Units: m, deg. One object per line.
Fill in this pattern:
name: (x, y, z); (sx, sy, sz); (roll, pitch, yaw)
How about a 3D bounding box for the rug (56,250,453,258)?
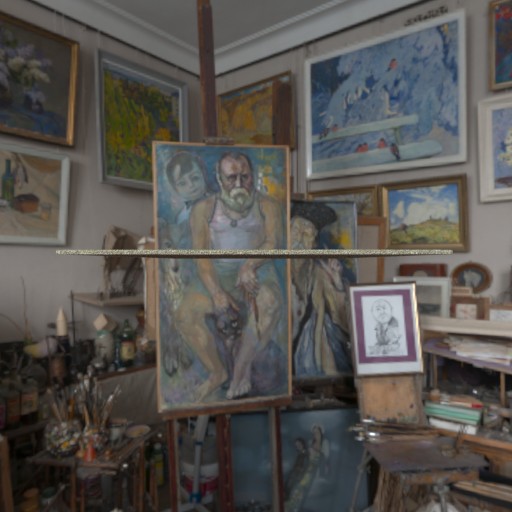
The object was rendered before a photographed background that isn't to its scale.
rug: (0.000, 0.000, 2.840); (1.532, 0.018, 2.297); (0, -1, 1)
